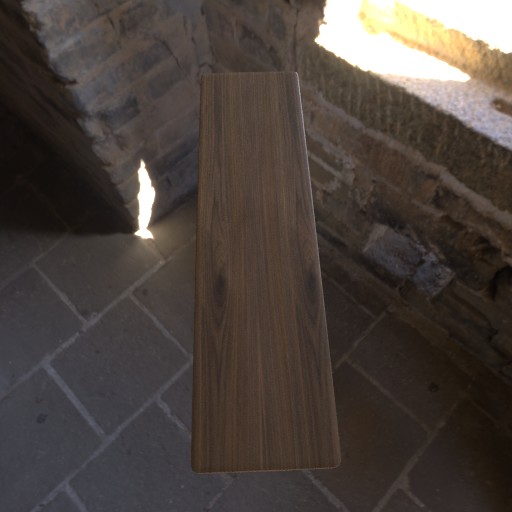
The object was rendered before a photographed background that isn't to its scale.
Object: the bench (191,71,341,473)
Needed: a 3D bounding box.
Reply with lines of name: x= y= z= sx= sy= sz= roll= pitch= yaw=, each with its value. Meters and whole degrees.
bench: x=0.000 y=0.000 z=1.790 sx=0.425 sy=0.462 sz=1.570 roll=-2 pitch=63 yaw=-1
